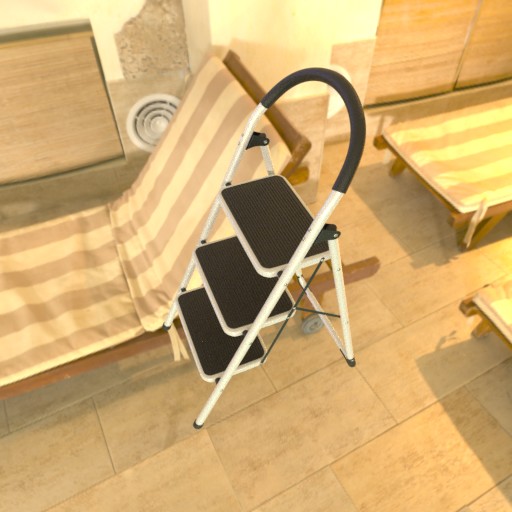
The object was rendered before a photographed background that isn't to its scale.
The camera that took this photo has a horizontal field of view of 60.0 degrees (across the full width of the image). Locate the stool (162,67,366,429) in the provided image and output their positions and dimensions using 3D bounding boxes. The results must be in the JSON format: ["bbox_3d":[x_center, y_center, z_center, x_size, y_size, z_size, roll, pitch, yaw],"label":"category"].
[{"bbox_3d":[0.000,0.000,1.431,0.676,1.109,0.485,-17,50,-15],"label":"stool"}]
